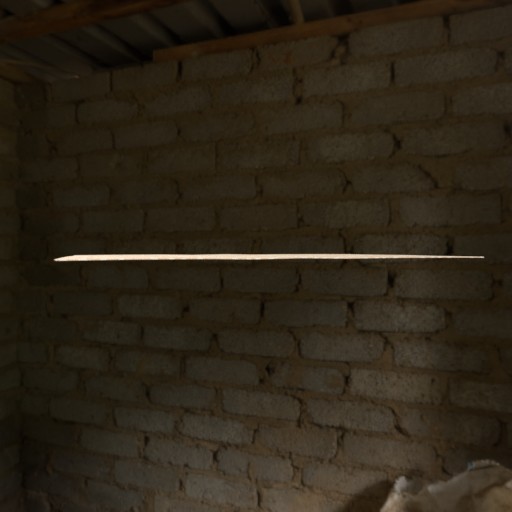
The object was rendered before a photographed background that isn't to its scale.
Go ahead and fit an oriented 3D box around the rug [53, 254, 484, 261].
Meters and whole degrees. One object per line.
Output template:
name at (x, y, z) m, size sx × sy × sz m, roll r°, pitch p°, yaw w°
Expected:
rug at (0.000, 0.000, 2.200) m, size 1.745 × 0.010 × 1.146 m, roll 0°, pitch 1°, yaw -19°
